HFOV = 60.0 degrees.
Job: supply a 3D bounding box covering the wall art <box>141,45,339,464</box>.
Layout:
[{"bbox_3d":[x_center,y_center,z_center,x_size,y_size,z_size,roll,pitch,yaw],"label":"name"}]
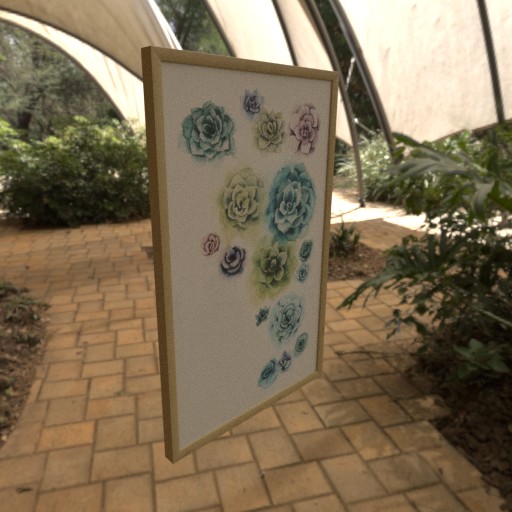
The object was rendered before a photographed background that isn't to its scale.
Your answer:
[{"bbox_3d":[0.000,0.000,1.003,0.510,0.810,0.039,-15,22,-42],"label":"wall art"}]
